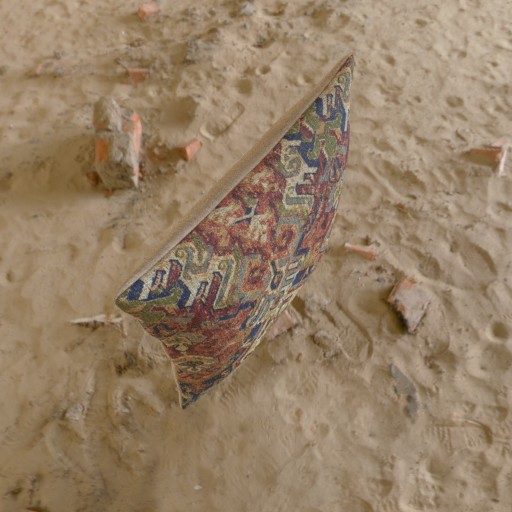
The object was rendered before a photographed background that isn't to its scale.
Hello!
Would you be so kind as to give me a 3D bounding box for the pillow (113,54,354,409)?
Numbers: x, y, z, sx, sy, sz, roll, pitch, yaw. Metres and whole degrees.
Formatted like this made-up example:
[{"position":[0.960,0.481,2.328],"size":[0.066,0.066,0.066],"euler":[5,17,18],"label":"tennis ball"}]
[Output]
[{"position":[0.000,0.000,0.794],"size":[0.166,0.506,0.523],"euler":[32,65,17],"label":"pillow"}]
